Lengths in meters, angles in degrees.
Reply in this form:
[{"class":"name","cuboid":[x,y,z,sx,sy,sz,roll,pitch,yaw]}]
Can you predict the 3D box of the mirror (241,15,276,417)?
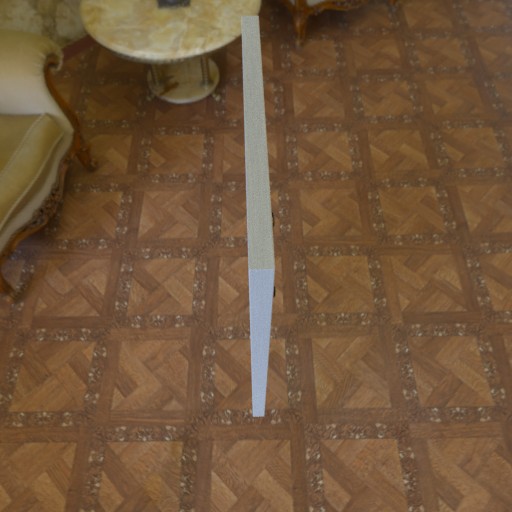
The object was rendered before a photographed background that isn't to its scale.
[{"class":"mirror","cuboid":[0.000,0.000,1.150,0.040,0.915,0.609,-2,58,-1]}]
